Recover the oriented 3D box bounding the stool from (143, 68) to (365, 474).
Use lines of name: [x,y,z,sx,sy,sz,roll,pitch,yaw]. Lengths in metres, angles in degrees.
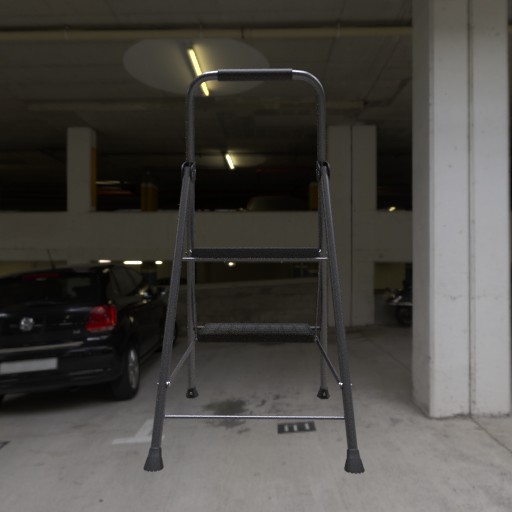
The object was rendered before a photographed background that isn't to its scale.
stool: [0.000,0.000,1.147,0.450,0.872,0.514,0,0,1]
